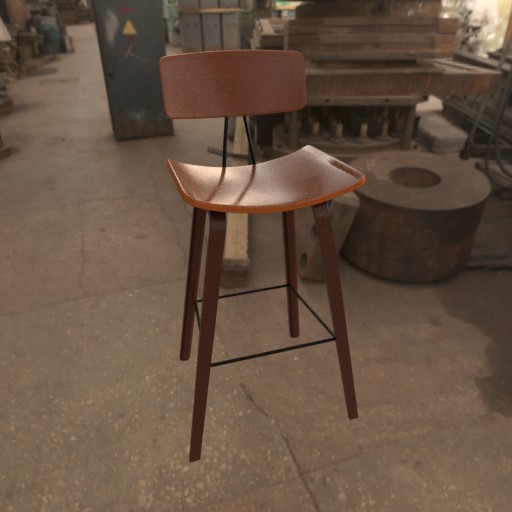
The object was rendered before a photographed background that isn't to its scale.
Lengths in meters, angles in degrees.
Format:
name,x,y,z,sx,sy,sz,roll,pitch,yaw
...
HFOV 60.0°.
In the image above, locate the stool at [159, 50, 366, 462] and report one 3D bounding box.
name,x,y,z,sx,sy,sz,roll,pitch,yaw
stool,0.000,0.000,1.197,0.509,0.969,0.440,-9,32,-14
